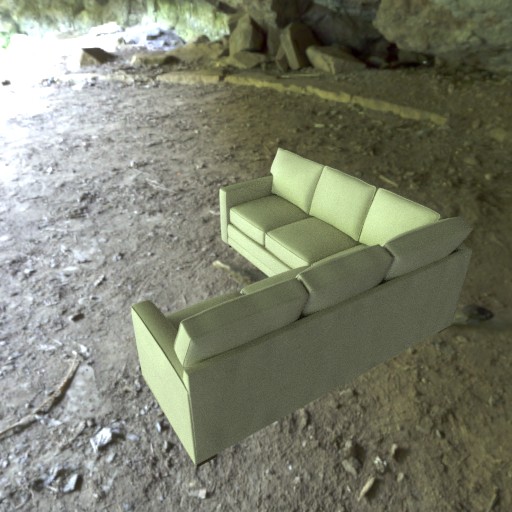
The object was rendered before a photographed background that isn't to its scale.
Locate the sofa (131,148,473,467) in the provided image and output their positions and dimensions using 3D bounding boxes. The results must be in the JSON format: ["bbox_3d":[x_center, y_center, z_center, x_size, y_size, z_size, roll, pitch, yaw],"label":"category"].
[{"bbox_3d":[0.000,0.000,3.457,2.189,0.939,2.182,-18,35,-28],"label":"sofa"}]
